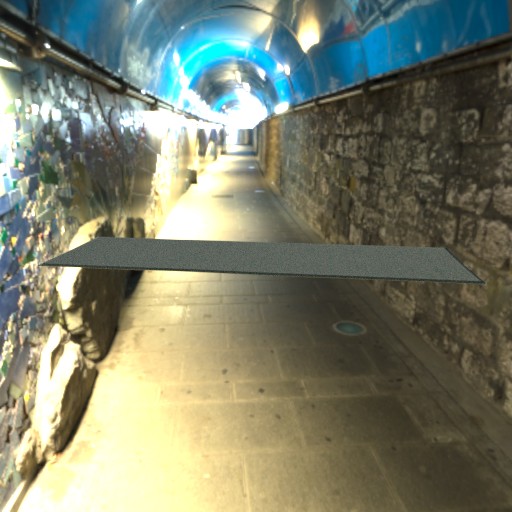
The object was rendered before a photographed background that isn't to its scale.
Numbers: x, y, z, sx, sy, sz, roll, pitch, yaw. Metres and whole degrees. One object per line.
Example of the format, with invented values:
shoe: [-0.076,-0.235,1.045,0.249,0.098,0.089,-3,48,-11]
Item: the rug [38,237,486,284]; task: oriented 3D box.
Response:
rug: [0.000,0.000,2.469,2.196,0.011,0.662,2,15,8]
